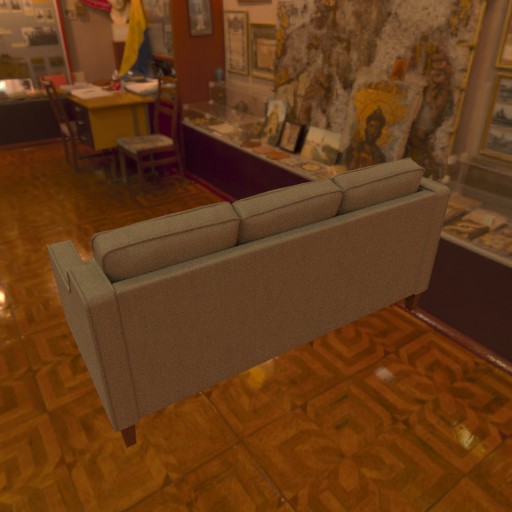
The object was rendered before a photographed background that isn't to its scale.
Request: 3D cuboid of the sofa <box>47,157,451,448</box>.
[{"bbox_3d":[0.000,0.000,2.480,1.986,0.974,0.911,-18,34,-28],"label":"sofa"}]
